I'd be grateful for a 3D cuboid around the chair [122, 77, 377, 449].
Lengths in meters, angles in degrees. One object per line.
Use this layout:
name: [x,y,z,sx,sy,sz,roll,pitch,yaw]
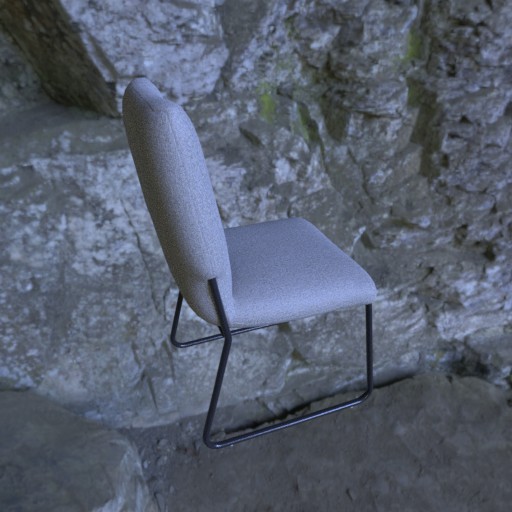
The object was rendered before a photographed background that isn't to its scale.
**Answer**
chair: [0.000,0.000,1.170,0.560,0.864,0.448,-11,31,-18]
